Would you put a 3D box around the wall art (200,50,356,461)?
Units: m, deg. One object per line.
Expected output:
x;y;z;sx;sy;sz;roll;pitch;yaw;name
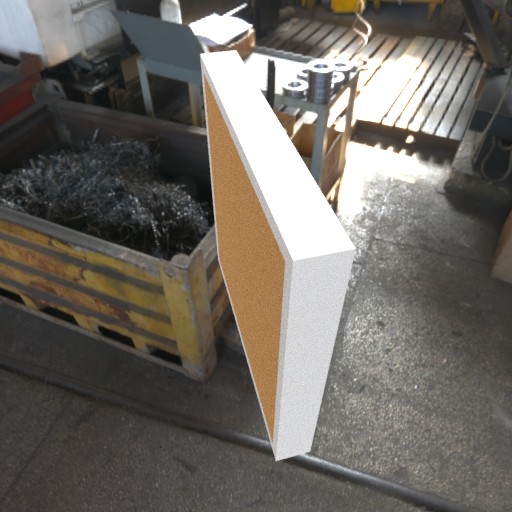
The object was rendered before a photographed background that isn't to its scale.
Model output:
0.000;0.000;0.462;0.038;0.302;0.305;-11;46;-10;wall art
